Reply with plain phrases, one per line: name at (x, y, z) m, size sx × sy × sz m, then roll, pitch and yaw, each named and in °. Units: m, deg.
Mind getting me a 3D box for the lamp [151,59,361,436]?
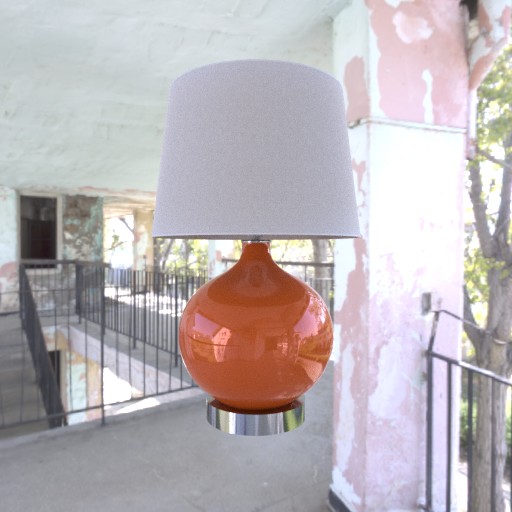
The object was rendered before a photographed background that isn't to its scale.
lamp at (0.000, 0.000, 0.536) m, size 0.247 × 0.387 × 0.247 m, roll 0°, pitch 1°, yaw 0°
